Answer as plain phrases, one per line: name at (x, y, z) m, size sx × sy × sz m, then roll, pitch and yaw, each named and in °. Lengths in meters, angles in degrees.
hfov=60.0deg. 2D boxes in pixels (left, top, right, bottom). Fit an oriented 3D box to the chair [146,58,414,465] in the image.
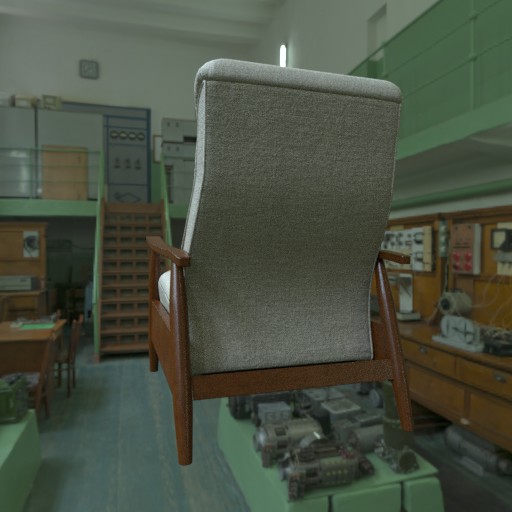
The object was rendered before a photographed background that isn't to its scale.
chair at (0.000, 0.000, 1.729) m, size 0.762 × 1.082 × 1.014 m, roll 0°, pitch 1°, yaw -18°
